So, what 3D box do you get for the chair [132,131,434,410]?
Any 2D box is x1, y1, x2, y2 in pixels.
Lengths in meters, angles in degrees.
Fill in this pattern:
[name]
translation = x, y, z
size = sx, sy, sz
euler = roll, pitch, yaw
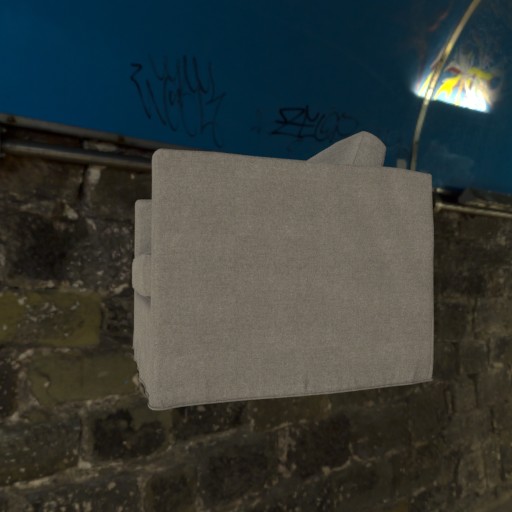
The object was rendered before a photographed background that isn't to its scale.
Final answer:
[chair]
translation = 0.000, 0.000, 1.820
size = 0.949, 0.863, 1.057
euler = 1, -2, -18
